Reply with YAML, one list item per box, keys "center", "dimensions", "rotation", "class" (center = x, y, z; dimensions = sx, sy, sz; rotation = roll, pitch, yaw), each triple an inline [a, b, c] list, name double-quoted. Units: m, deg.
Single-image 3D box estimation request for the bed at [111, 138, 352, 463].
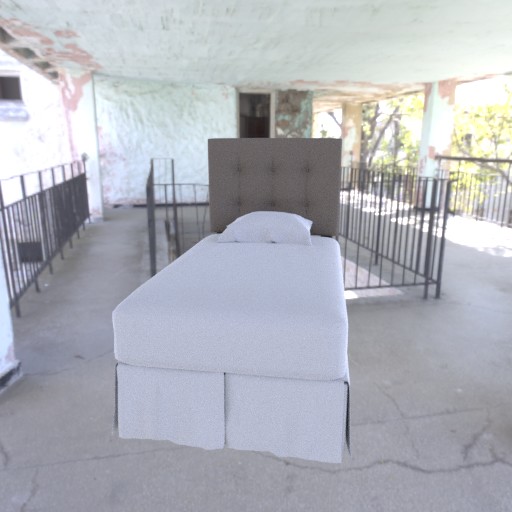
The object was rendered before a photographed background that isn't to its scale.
- center: [0.000, 0.000, 2.999]
  dimensions: [1.261, 1.571, 1.997]
  rotation: [2, 14, 9]
  class: "bed"
